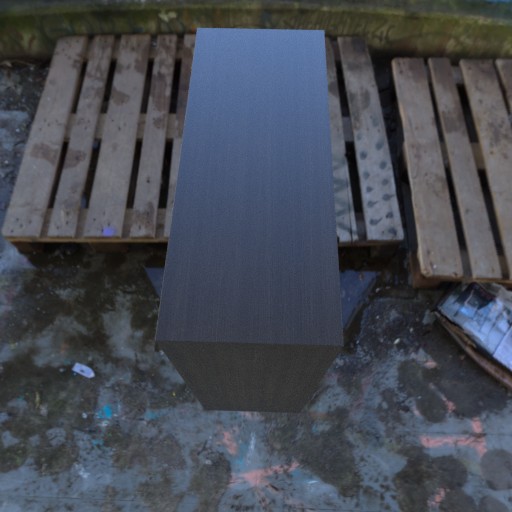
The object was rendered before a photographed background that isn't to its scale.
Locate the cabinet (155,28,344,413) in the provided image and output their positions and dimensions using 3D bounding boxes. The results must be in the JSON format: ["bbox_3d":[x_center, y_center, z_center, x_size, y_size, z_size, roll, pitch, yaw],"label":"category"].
[{"bbox_3d":[0.000,0.000,1.689,0.400,1.170,1.010,1,63,1],"label":"cabinet"}]
